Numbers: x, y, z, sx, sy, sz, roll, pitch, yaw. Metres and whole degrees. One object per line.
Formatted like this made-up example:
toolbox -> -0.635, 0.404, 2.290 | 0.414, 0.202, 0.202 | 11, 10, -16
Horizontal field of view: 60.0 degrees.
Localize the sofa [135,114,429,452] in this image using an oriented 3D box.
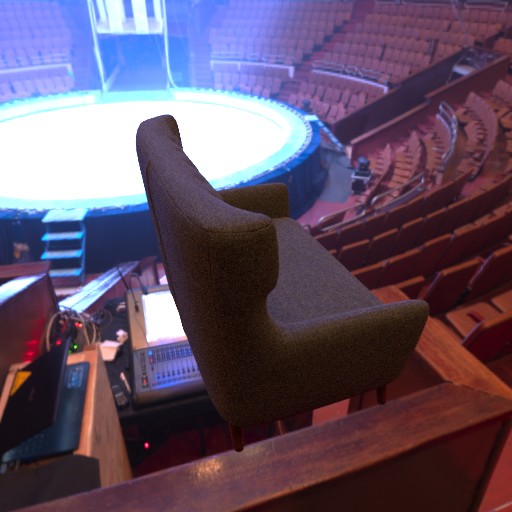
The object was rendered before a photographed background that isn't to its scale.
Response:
sofa -> 0.000, 0.000, 2.002 | 0.874, 1.028, 1.358 | -11, 32, -18
